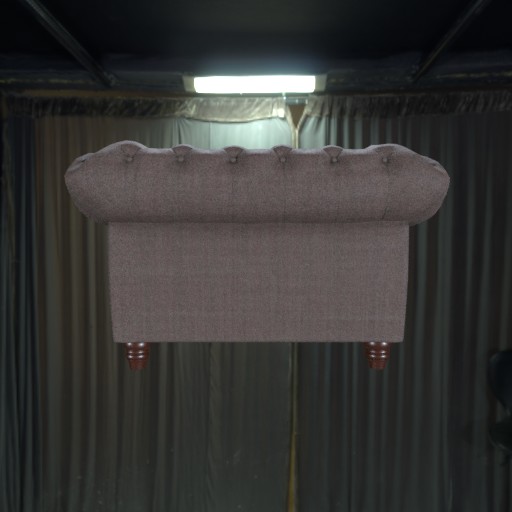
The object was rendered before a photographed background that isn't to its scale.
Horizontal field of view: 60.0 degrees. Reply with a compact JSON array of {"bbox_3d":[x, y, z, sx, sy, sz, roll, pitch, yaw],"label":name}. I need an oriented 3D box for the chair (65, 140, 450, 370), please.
[{"bbox_3d":[0.000,0.000,1.841,1.298,0.780,0.945,0,0,0],"label":"chair"}]
